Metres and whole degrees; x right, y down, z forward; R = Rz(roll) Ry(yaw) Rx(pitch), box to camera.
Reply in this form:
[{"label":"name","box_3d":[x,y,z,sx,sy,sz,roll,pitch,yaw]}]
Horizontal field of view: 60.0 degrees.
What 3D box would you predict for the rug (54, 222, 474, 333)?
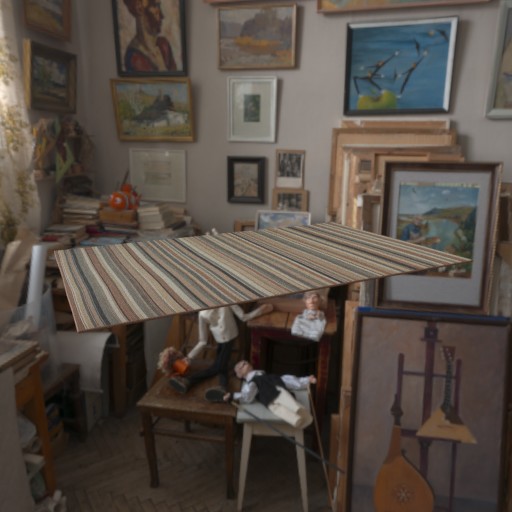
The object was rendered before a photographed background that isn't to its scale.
[{"label":"rug","box_3d":[0.000,0.000,3.025,2.438,0.014,1.523,-8,17,-26]}]
